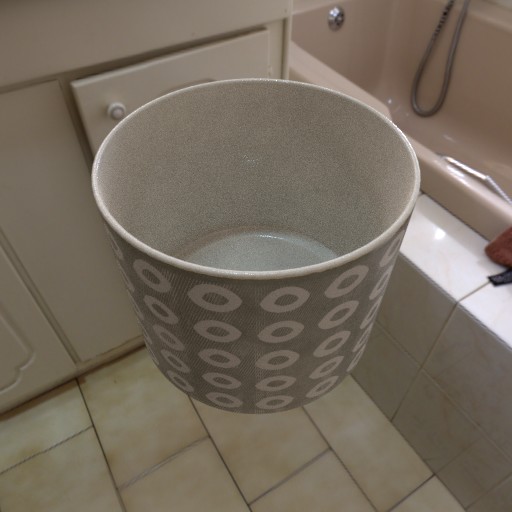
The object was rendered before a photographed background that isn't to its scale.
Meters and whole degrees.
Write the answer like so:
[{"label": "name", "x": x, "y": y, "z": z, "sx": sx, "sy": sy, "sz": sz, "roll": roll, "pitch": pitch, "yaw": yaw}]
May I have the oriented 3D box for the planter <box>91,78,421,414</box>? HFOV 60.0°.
[{"label": "planter", "x": 0.000, "y": 0.000, "z": 0.329, "sx": 0.190, "sy": 0.181, "sz": 0.190, "roll": 0, "pitch": 48, "yaw": 0}]
